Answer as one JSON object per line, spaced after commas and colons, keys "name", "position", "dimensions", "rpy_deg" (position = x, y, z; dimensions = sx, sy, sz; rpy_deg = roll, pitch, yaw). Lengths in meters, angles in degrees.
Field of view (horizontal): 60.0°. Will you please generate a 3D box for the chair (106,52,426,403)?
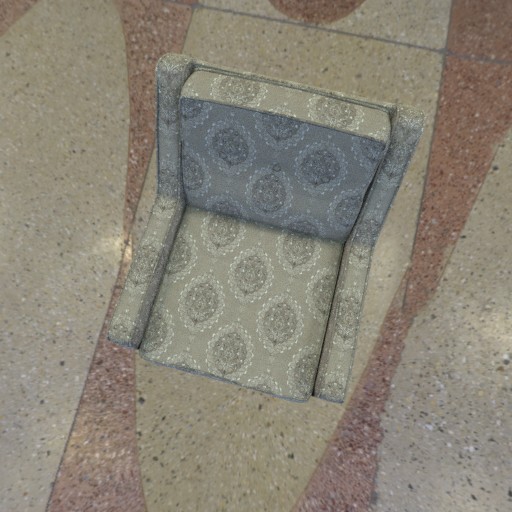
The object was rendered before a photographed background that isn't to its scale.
{"name": "chair", "position": [0.000, 0.000, 1.315], "dimensions": [0.665, 0.797, 0.750], "rpy_deg": [14, 75, 4]}
